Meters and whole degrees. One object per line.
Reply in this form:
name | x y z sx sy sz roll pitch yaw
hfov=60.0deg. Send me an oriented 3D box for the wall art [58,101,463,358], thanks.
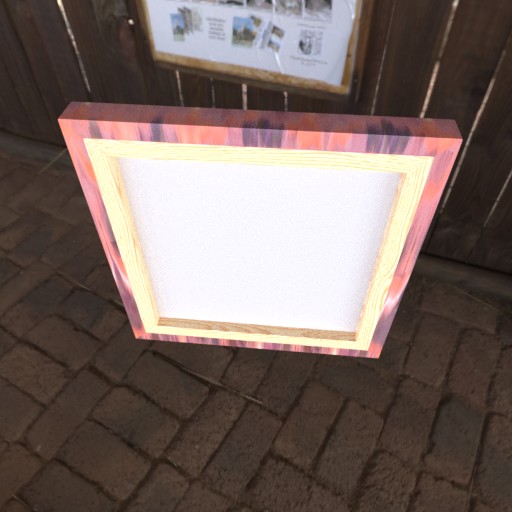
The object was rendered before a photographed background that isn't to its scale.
wall art | 0.000 0.000 0.599 0.403 0.406 0.038 4 47 4
